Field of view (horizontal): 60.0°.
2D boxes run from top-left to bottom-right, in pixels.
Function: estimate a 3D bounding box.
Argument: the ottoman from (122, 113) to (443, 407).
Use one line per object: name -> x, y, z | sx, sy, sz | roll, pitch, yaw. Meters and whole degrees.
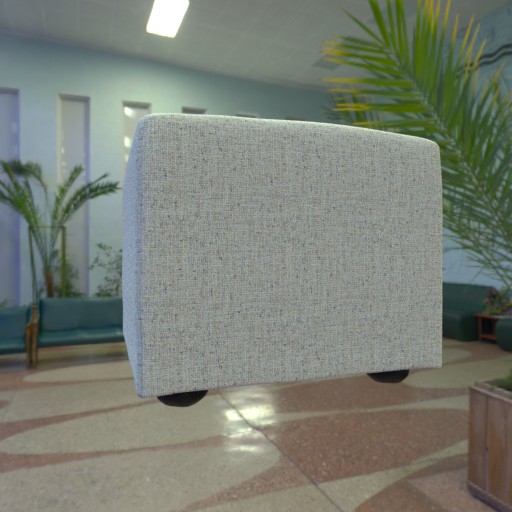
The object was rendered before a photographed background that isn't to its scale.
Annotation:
ottoman -> 0.000, 0.000, 0.911 | 0.512, 0.453, 0.521 | 0, 1, -19
